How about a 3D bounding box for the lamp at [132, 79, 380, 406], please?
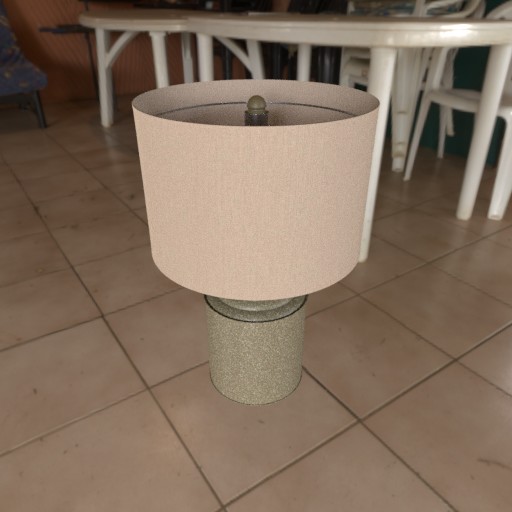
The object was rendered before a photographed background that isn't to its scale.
[{"bbox_3d":[0.000,0.000,0.702,0.318,0.486,0.318,0,30,0],"label":"lamp"}]
